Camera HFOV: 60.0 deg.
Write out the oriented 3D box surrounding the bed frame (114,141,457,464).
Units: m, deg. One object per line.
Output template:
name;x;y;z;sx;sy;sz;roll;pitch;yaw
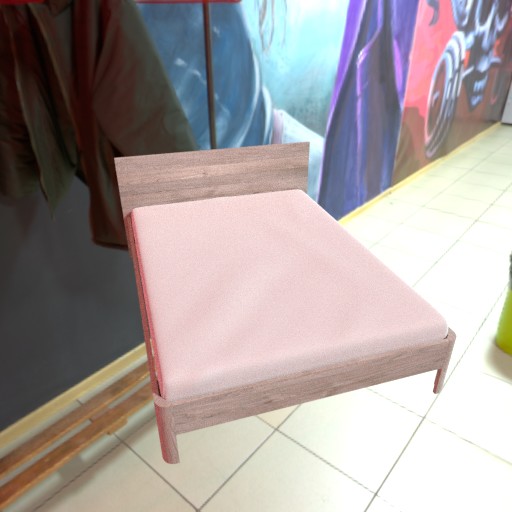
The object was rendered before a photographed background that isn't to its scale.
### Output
bed frame;0.000;0.000;2.712;1.490;0.800;1.950;-9;30;-15
